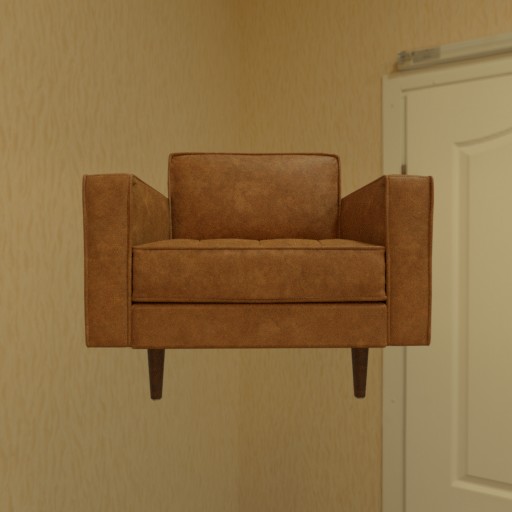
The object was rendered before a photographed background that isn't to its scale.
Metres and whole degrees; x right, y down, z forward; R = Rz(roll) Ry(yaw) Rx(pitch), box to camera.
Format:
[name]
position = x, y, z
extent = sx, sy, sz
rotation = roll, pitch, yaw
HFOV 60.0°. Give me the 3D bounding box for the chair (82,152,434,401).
[chair]
position = 0.000, 0.000, 1.490
extent = 0.928, 0.767, 0.798
rotation = 0, 1, -1
